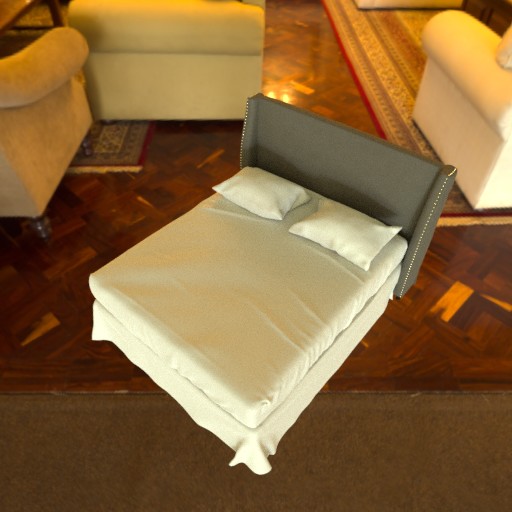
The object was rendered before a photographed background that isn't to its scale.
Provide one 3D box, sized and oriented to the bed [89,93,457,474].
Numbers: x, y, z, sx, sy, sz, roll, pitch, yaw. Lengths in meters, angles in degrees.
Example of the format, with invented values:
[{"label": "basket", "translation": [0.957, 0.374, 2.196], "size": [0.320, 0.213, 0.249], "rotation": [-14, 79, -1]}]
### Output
[{"label": "bed", "translation": [0.000, 0.000, 3.456], "size": [1.925, 1.332, 2.276], "rotation": [31, 53, 27]}]
